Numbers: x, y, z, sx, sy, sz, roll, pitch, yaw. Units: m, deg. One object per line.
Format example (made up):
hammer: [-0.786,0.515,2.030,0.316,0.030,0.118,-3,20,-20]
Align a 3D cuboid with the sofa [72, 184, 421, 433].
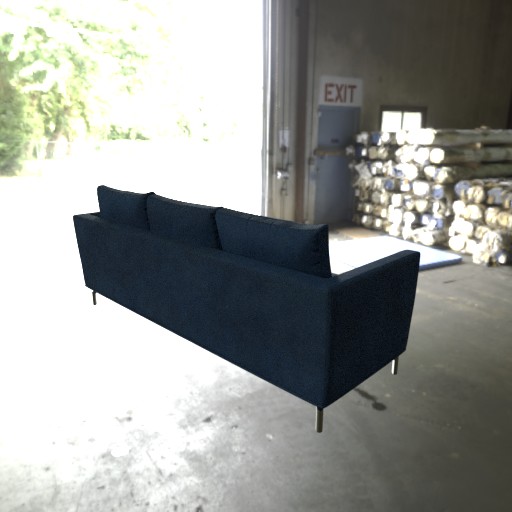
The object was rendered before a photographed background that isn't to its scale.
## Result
sofa: [0.000,0.000,3.239,2.438,0.987,1.622,15,21,43]
